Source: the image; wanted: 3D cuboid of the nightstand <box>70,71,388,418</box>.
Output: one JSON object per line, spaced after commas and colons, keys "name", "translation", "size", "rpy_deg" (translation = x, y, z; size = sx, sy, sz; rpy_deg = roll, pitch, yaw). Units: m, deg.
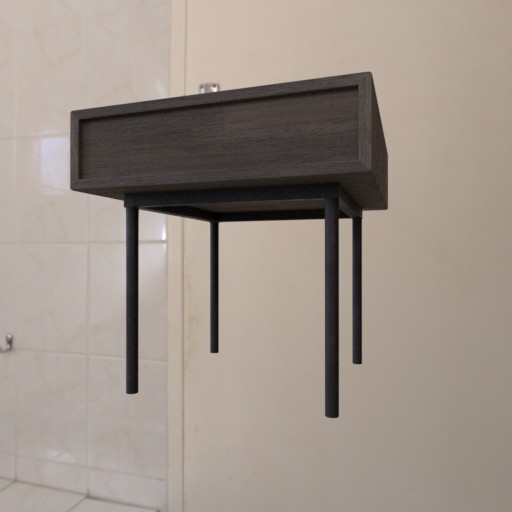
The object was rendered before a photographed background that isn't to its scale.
{"name": "nightstand", "translation": [0.000, 0.000, 0.914], "size": [0.502, 0.497, 0.503], "rpy_deg": [0, 0, 19]}
